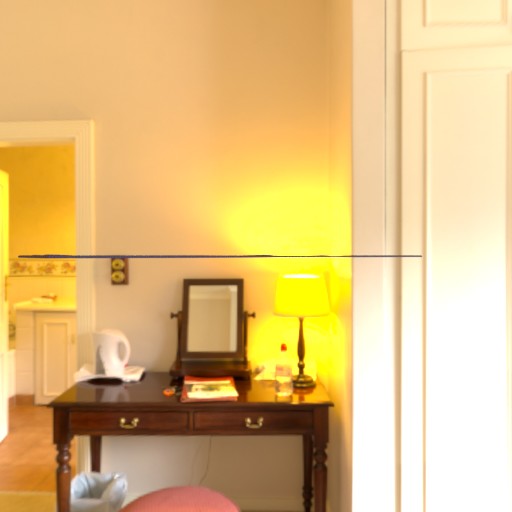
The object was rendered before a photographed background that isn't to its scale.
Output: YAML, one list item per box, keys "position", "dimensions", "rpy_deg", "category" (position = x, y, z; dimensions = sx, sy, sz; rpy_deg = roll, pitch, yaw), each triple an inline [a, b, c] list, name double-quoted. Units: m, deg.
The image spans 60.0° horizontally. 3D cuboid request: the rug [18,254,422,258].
- position: [0.000, 0.000, 2.474]
  dimensions: [2.283, 0.016, 0.602]
  rpy_deg: [0, 0, -37]
  category: "rug"
